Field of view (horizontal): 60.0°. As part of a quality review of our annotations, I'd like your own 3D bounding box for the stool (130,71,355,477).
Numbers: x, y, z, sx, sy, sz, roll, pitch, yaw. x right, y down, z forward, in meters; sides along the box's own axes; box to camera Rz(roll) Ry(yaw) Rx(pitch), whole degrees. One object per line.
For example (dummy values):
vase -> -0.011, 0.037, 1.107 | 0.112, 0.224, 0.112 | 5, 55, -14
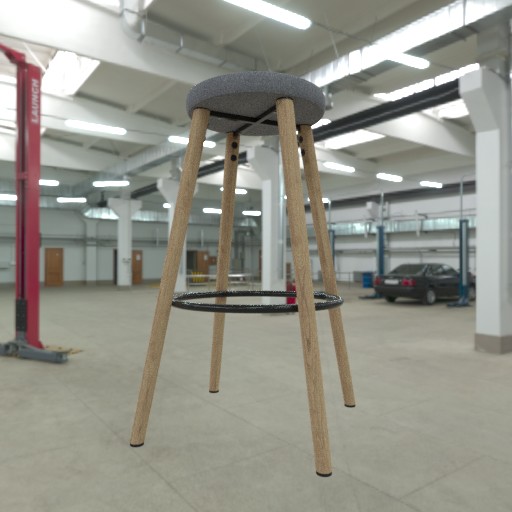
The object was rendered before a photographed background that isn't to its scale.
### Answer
stool -> 0.000, 0.000, 1.025 | 0.410, 0.770, 0.410 | 0, -1, 19
